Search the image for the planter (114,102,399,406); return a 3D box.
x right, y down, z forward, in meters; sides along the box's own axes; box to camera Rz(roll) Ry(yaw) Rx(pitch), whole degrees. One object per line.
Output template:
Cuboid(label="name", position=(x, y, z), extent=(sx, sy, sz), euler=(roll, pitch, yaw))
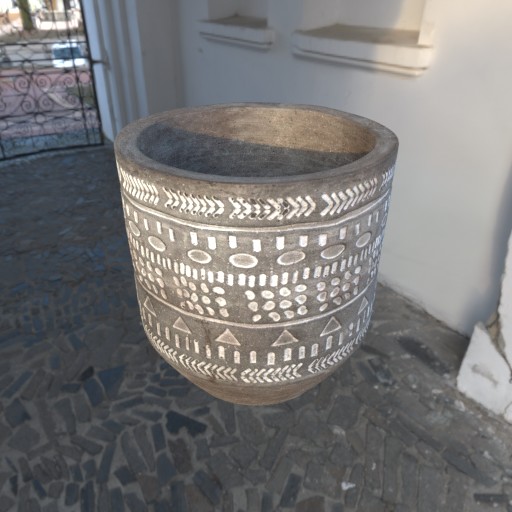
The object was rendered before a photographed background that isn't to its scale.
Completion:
Cuboid(label="planter", position=(0.000, 0.000, 0.227), extent=(0.122, 0.128, 0.122), euler=(0, 31, 0))
